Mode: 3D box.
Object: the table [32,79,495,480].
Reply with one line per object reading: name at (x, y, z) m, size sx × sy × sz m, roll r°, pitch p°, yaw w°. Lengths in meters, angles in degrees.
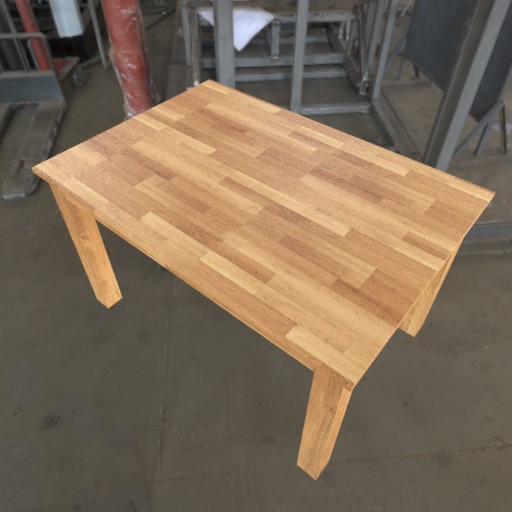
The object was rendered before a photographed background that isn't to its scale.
table at (0.000, 0.000, 1.777) m, size 1.300 × 0.750 × 0.900 m, roll 31°, pitch 54°, yaw 26°
